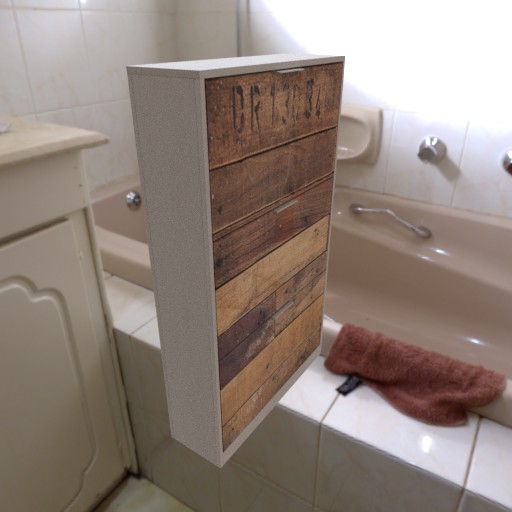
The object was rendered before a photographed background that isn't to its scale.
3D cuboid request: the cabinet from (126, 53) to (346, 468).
[{"bbox_3d":[0.000,0.000,1.580,0.250,1.280,0.750,18,32,31],"label":"cabinet"}]
